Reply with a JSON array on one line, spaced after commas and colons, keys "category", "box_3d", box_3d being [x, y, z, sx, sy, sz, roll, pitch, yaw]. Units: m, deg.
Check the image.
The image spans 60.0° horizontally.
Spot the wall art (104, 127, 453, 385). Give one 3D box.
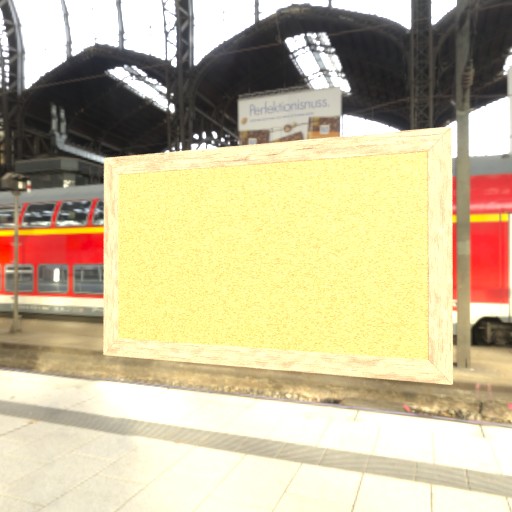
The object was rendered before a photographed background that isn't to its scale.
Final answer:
[{"category": "wall art", "box_3d": [0.000, 0.000, 0.961, 0.780, 0.480, 0.021, 0, 0, 19]}]
